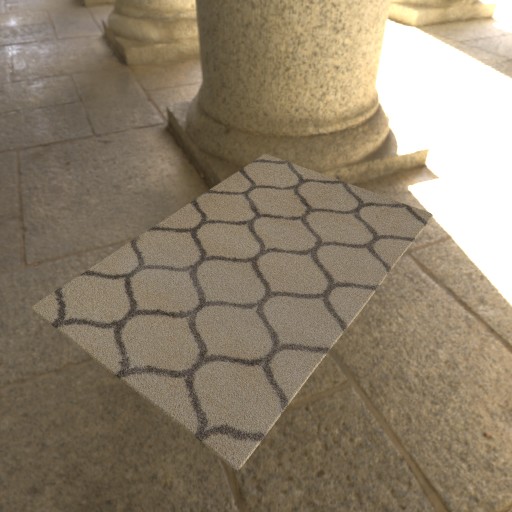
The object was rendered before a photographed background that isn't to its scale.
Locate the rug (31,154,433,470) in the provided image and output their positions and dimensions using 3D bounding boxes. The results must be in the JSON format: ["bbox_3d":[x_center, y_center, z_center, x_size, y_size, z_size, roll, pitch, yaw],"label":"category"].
[{"bbox_3d":[0.000,0.000,3.402,1.801,0.026,2.701,26,47,27],"label":"rug"}]
